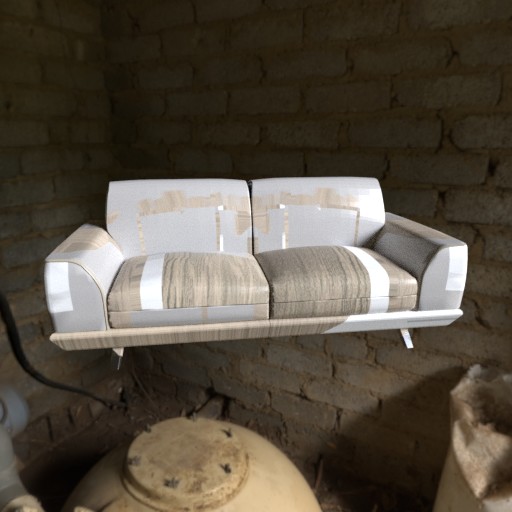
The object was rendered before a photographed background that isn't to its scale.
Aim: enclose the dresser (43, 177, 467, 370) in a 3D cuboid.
[{"bbox_3d":[0.000,0.000,5.802,4.679,1.863,2.251,-2,16,-8],"label":"dresser"}]
